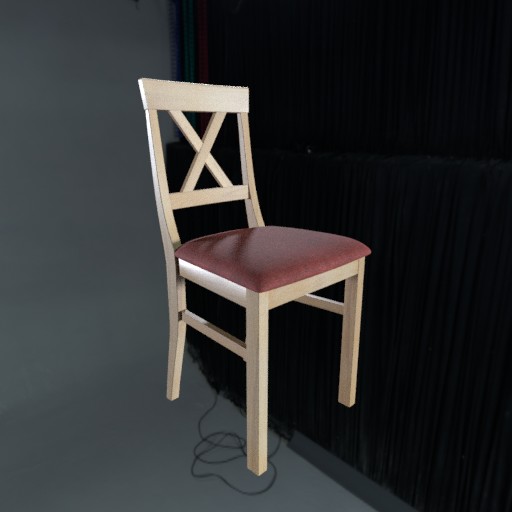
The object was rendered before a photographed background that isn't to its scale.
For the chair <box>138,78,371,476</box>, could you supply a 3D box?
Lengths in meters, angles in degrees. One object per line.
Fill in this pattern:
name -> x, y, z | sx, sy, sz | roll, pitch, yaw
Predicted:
chair -> 0.000, 0.000, 1.211 | 0.492, 0.912, 0.439 | 15, 22, 43
